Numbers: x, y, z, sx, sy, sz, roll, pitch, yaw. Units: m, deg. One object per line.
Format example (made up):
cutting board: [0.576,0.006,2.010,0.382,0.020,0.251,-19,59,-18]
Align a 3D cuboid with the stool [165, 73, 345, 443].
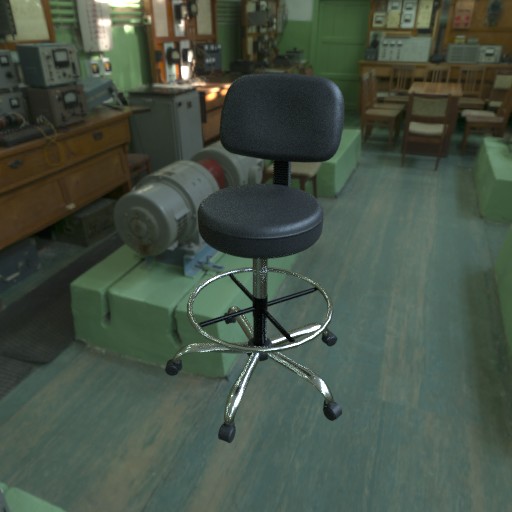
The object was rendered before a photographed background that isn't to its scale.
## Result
stool: [0.000,0.000,1.469,0.694,1.069,0.658,9,30,17]
